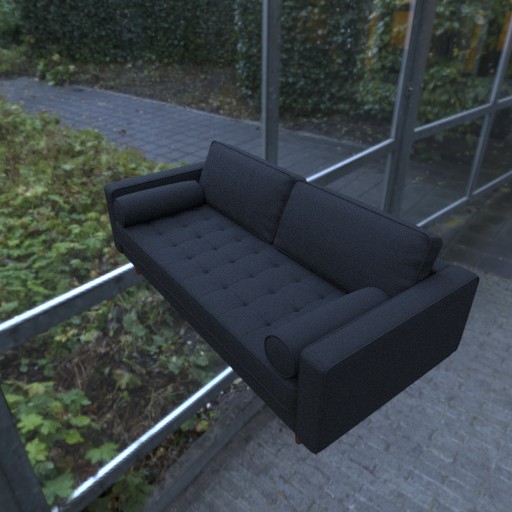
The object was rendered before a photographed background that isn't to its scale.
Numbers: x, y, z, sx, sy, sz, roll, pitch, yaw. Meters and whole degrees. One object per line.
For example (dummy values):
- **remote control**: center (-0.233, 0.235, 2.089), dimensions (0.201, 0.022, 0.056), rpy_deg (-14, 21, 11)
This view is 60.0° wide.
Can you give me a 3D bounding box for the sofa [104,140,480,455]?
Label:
- **sofa**: center (0.000, 0.000, 2.310), dimensions (0.914, 0.759, 1.875), rpy_deg (-21, 37, -31)
